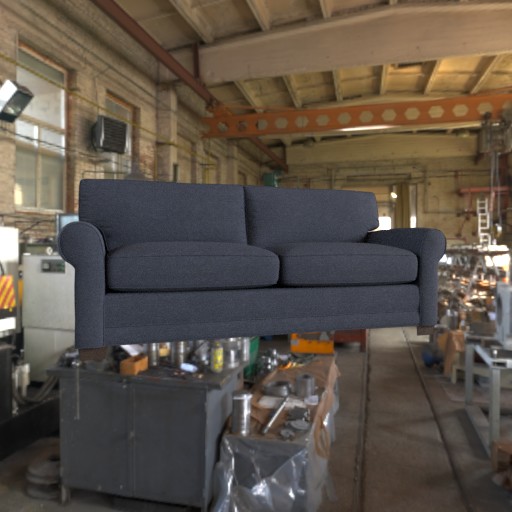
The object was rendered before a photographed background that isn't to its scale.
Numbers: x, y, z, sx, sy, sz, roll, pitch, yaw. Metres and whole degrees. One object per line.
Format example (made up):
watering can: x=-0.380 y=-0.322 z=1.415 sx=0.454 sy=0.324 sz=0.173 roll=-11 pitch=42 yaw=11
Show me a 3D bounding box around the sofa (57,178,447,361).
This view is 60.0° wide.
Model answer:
sofa: x=0.000 y=0.000 z=2.956 sx=2.391 sy=1.026 sz=0.954 roll=0 pitch=1 yaw=-19
